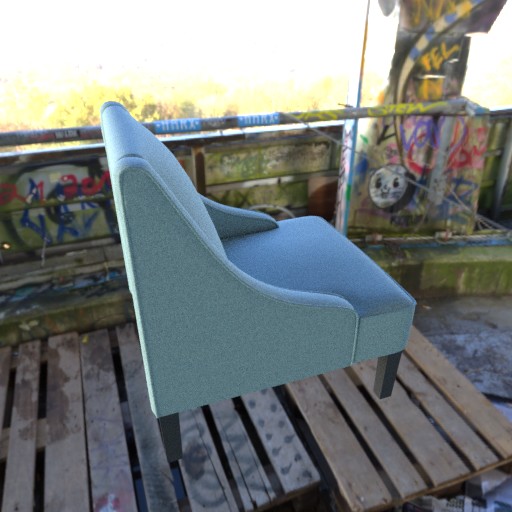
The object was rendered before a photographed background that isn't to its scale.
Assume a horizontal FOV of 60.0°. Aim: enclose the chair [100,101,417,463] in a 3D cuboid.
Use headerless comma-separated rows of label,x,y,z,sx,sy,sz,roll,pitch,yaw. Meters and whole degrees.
chair,0.000,0.000,1.818,1.025,1.133,0.857,-10,31,-17
